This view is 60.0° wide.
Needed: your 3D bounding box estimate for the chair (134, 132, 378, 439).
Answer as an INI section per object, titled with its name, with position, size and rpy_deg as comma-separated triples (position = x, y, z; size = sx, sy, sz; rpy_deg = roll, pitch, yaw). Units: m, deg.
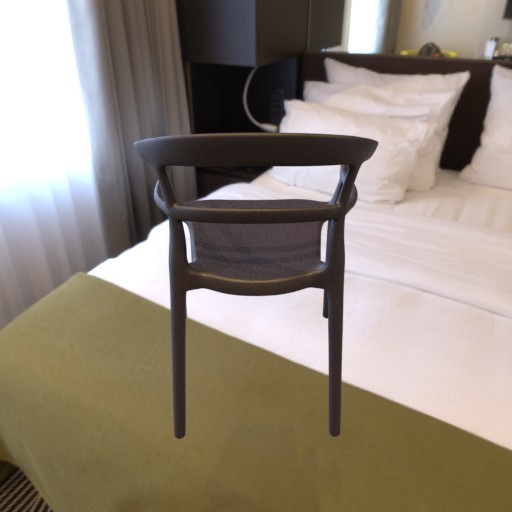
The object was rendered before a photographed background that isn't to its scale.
[chair]
position = 0.000, 0.000, 1.132
size = 0.559, 0.761, 0.527
rpy_deg = 0, 30, -1
